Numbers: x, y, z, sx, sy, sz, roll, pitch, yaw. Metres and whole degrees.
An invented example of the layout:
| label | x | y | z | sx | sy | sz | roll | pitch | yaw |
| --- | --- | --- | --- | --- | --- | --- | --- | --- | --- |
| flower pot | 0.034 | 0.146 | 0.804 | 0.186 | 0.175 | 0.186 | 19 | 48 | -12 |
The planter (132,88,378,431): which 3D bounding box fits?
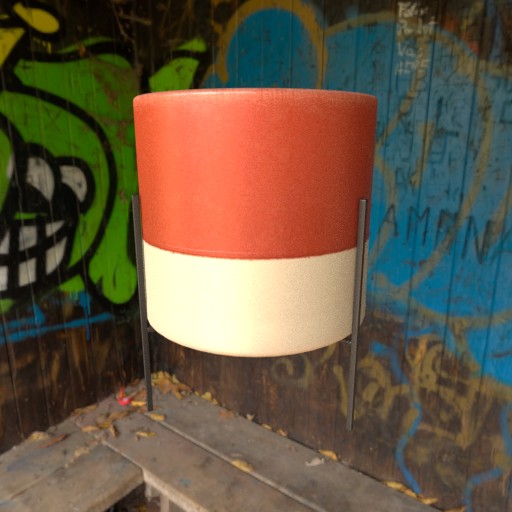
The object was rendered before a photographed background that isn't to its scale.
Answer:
| label | x | y | z | sx | sy | sz | roll | pitch | yaw |
| --- | --- | --- | --- | --- | --- | --- | --- | --- | --- |
| planter | 0.000 | 0.000 | 0.701 | 0.345 | 0.465 | 0.354 | 2 | 15 | 8 |
